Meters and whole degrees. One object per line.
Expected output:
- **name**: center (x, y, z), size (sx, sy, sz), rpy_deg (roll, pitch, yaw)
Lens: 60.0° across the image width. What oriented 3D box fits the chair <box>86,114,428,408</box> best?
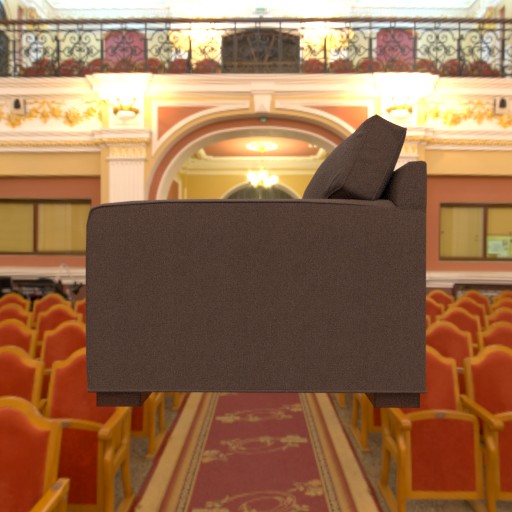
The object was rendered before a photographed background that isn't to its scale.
- **chair**: center (0.000, 0.000, 1.821), size (1.043, 0.913, 0.997), rpy_deg (0, 0, 1)
